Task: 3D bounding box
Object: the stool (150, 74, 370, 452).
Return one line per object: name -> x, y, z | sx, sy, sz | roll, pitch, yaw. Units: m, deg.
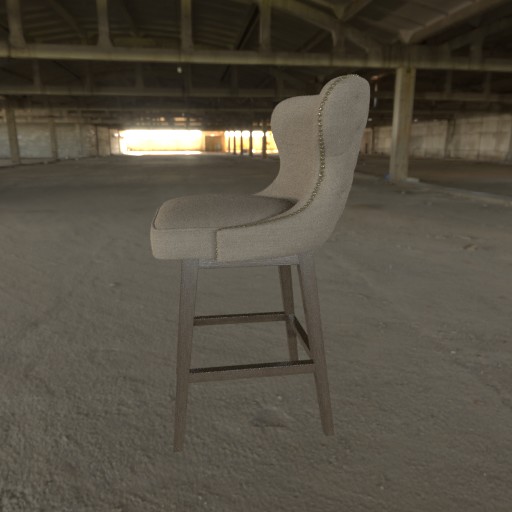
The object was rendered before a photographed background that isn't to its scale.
stool -> 0.000, 0.000, 1.345 | 0.597, 0.972, 0.615 | -2, 14, -9
